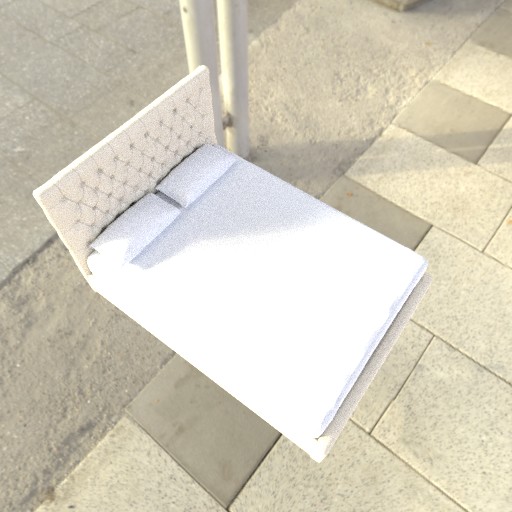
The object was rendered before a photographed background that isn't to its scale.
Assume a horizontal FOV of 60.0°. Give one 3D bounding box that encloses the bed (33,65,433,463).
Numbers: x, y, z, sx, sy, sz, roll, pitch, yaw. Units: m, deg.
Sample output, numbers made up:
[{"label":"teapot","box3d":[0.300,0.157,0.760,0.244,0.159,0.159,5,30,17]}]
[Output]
[{"label":"bed","box3d":[0.000,0.000,3.400,2.387,1.427,1.698,32,63,19]}]
